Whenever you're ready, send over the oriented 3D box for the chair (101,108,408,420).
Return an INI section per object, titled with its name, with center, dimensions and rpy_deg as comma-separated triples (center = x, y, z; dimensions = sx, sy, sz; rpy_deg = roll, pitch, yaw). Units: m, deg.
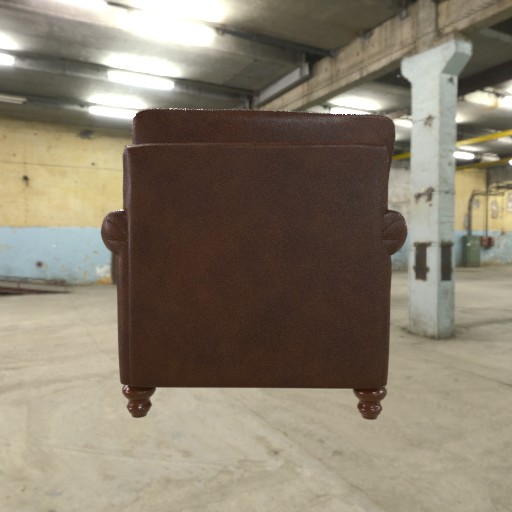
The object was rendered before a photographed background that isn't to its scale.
[chair]
center = 0.000, 0.000, 1.780
dimensions = 0.989, 0.972, 0.992
rpy_deg = 0, 1, 1
